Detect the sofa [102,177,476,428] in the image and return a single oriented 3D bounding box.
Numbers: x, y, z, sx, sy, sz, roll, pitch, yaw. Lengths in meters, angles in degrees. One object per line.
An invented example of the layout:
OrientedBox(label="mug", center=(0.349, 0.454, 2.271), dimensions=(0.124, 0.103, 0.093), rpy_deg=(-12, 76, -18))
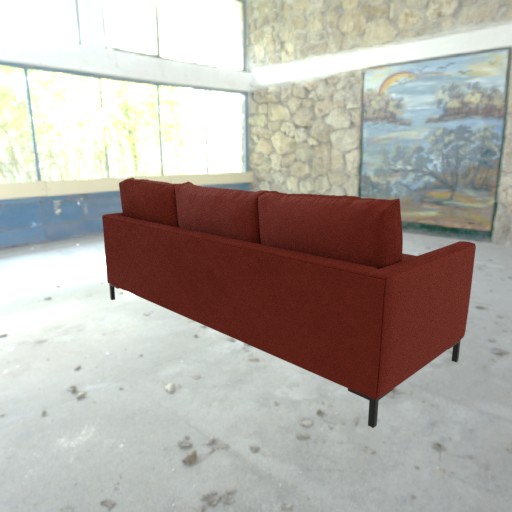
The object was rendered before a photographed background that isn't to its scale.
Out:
OrientedBox(label="sofa", center=(0.000, 0.000, 2.676), dimensions=(0.875, 0.879, 2.252), rpy_deg=(-13, 18, -43))
